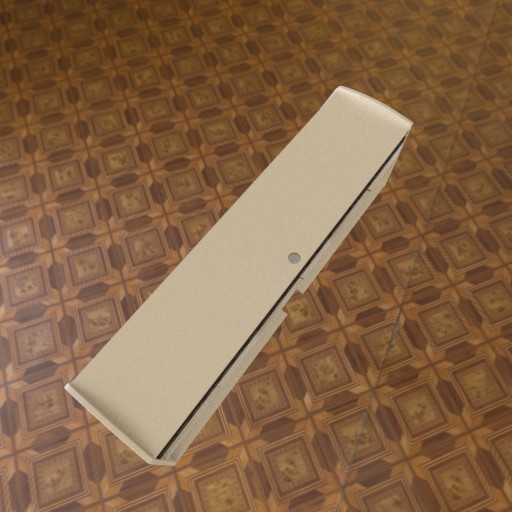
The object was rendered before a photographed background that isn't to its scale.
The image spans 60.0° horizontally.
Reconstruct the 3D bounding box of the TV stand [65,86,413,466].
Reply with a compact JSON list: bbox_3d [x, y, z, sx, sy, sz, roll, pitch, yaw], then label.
[{"bbox_3d":[0.000,0.000,1.659,0.397,0.424,1.473,34,69,15],"label":"TV stand"}]
